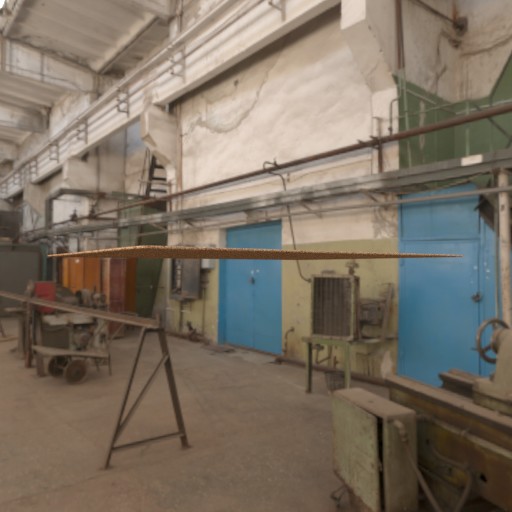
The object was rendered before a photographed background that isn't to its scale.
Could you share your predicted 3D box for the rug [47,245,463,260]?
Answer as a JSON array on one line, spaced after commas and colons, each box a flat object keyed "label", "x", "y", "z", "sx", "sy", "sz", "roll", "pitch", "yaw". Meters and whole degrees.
[{"label": "rug", "x": 0.000, "y": 0.000, "z": 2.800, "sx": 2.141, "sy": 0.013, "sz": 1.566, "roll": 1, "pitch": -2, "yaw": -37}]
